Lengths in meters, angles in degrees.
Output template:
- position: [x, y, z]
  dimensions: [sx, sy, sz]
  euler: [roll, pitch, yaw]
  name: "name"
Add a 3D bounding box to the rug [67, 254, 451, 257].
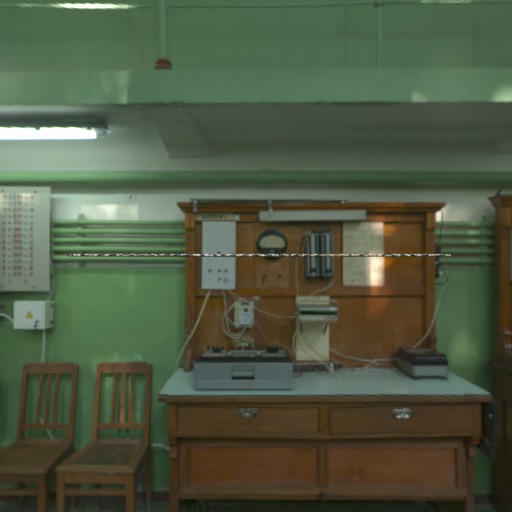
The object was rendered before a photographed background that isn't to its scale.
- position: [0.000, 0.000, 2.296]
  dimensions: [1.219, 0.008, 1.828]
  euler: [0, 0, -1]
  name: "rug"
